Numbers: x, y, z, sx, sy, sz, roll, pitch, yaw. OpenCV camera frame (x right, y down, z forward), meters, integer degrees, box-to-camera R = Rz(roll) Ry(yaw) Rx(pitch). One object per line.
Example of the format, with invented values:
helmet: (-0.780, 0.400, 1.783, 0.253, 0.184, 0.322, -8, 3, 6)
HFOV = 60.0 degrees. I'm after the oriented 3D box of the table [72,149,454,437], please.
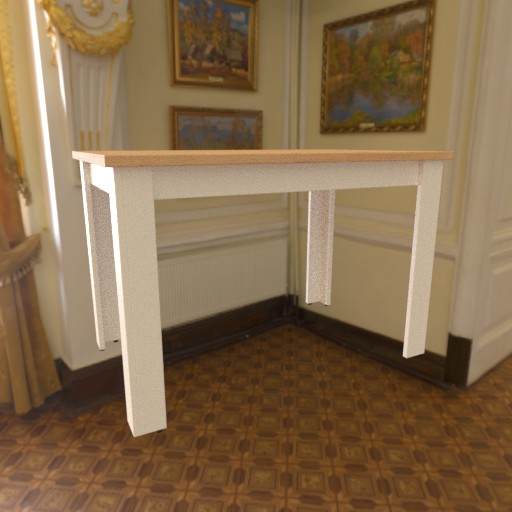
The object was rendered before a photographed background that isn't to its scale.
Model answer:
table: (0.000, 0.000, 1.596, 1.100, 0.734, 0.700, -7, 16, -26)
